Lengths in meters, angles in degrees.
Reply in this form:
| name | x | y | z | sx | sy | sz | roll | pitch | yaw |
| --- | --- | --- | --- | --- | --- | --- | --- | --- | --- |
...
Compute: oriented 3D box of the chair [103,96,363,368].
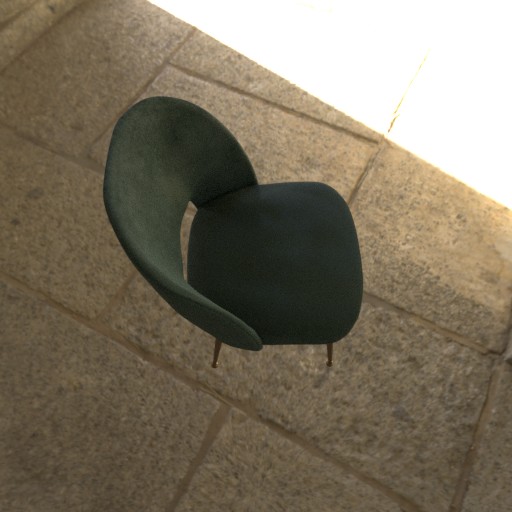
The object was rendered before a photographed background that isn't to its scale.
| name | x | y | z | sx | sy | sz | roll | pitch | yaw |
| --- | --- | --- | --- | --- | --- | --- | --- | --- | --- |
| chair | 0.000 | 0.000 | 1.233 | 0.577 | 0.860 | 0.527 | -1 | 62 | 0 |
